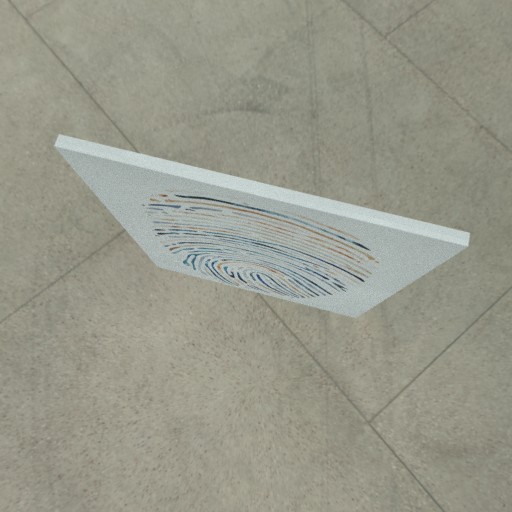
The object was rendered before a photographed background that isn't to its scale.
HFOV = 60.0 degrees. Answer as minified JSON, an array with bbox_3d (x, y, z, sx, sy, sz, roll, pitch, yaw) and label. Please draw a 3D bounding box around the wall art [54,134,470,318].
[{"bbox_3d":[0.000,0.000,0.975,0.609,0.710,0.021,14,75,4],"label":"wall art"}]
